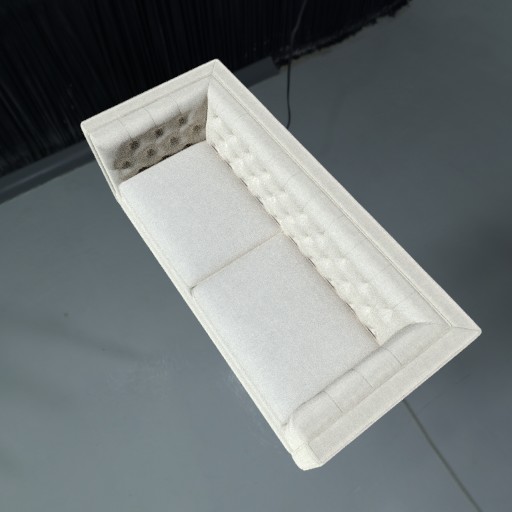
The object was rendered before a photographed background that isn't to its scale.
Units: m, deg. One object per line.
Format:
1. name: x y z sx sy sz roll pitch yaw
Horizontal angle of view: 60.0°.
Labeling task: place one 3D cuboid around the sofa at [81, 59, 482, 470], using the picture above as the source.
1. sofa: 0.000 0.000 2.169 0.775 0.762 1.778 -32 67 -15
